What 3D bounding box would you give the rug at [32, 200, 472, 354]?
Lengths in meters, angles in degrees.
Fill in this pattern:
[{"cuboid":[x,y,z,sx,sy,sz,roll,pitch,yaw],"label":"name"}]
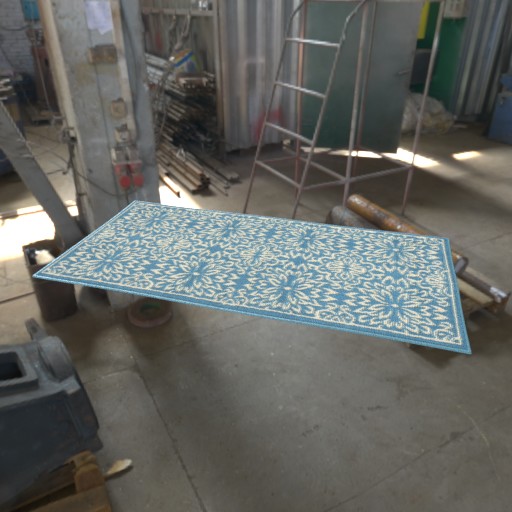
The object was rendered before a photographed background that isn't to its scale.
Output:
[{"cuboid":[0.000,0.000,1.429,1.219,0.007,0.604,8,31,14],"label":"rug"}]
